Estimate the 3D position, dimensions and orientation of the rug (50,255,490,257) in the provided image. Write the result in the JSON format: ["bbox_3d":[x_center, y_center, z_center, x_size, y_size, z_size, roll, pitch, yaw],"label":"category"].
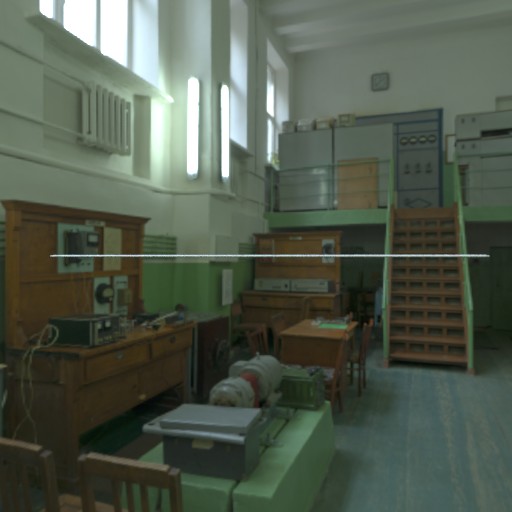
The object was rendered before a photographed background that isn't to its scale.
[{"bbox_3d":[0.000,0.000,2.437,2.196,0.011,0.662,0,0,18],"label":"rug"}]
